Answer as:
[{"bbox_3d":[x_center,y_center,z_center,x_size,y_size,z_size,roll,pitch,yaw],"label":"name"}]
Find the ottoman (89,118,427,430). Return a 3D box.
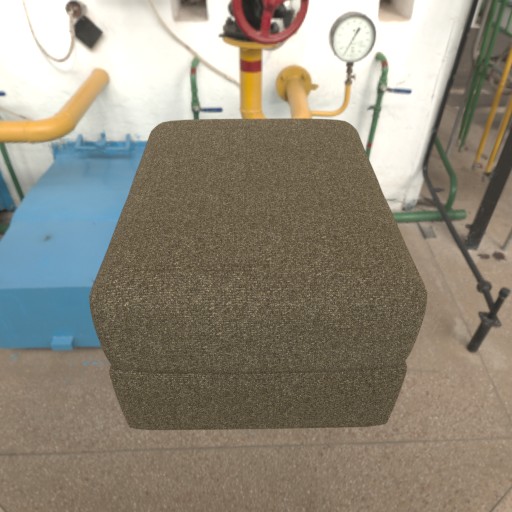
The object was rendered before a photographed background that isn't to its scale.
[{"bbox_3d":[0.000,0.000,1.123,0.598,0.476,0.742,-1,41,-1],"label":"ottoman"}]
